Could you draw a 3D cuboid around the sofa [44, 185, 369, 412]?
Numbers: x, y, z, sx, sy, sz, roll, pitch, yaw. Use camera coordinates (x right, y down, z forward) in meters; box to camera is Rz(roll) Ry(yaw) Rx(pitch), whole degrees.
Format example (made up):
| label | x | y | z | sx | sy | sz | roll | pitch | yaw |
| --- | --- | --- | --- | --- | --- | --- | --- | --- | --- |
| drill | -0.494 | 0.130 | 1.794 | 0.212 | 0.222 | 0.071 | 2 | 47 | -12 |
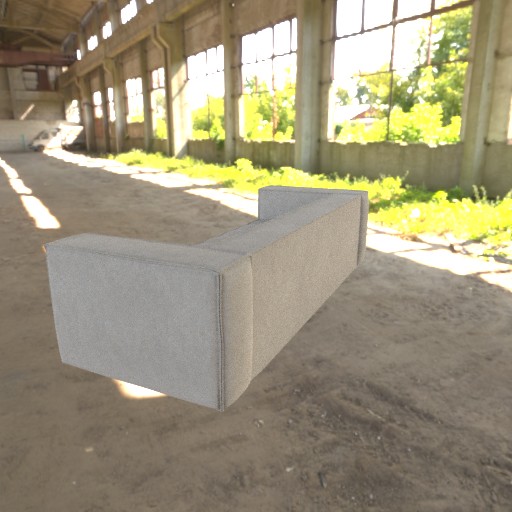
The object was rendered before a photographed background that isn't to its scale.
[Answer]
| label | x | y | z | sx | sy | sz | roll | pitch | yaw |
| --- | --- | --- | --- | --- | --- | --- | --- | --- | --- |
| sofa | 0.000 | 0.000 | 3.127 | 1.038 | 0.680 | 2.697 | 7 | 17 | 25 |
